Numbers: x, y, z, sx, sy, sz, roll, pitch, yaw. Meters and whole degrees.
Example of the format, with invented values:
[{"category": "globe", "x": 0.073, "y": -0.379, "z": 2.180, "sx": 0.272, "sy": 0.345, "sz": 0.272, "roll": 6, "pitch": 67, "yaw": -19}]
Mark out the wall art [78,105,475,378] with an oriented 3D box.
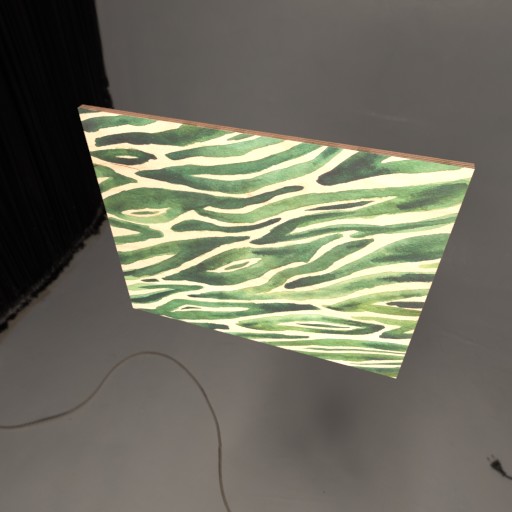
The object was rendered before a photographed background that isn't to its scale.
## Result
[{"category": "wall art", "x": 0.000, "y": 0.000, "z": 0.684, "sx": 0.508, "sy": 0.408, "sz": 0.012, "roll": 12, "pitch": 43, "yaw": 14}]
